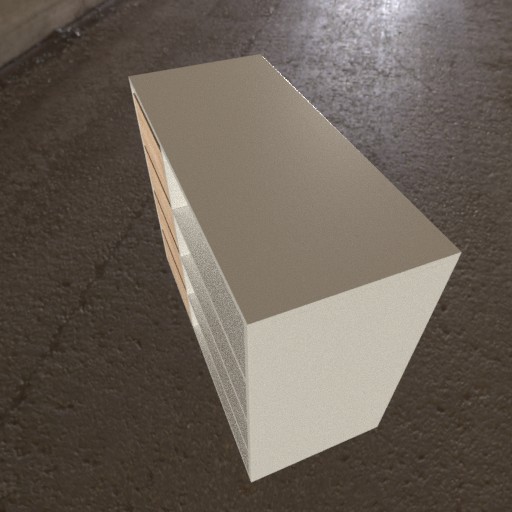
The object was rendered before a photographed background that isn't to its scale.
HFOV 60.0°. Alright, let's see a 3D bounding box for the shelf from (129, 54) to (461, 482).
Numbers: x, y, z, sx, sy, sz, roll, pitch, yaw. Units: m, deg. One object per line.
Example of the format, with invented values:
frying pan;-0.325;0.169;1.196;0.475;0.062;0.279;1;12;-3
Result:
shelf;0.000;0.000;1.259;0.396;0.732;0.895;-17;49;-15
